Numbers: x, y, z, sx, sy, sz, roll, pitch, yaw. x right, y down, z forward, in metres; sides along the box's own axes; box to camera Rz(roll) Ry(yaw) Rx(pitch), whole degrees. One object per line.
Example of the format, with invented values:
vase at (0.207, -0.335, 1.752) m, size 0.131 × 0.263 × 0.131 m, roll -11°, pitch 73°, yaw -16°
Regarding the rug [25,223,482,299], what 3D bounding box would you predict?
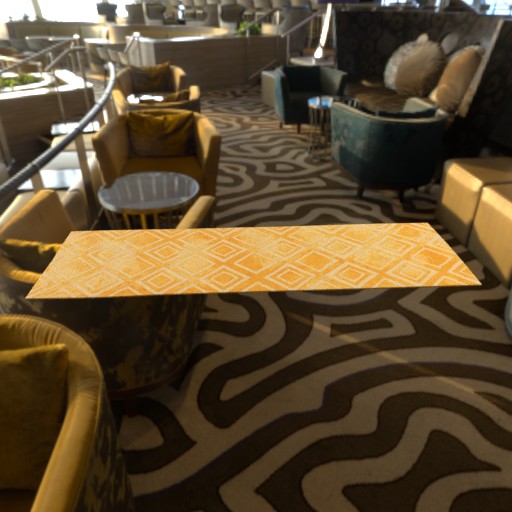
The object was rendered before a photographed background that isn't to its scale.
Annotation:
rug at (0.000, 0.000, 2.685) m, size 2.438 × 0.010 × 0.775 m, roll -2°, pitch 30°, yaw -3°
